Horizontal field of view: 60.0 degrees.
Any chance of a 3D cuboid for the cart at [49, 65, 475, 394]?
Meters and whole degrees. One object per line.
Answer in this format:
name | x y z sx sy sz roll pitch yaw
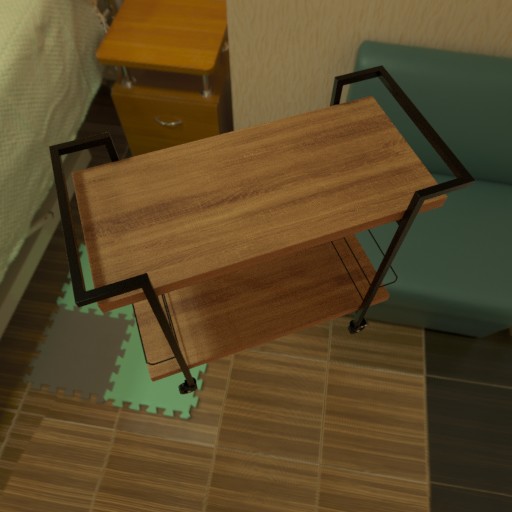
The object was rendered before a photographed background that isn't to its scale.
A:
cart | 0.000 0.000 1.255 0.806 0.762 0.406 -17 60 -10
